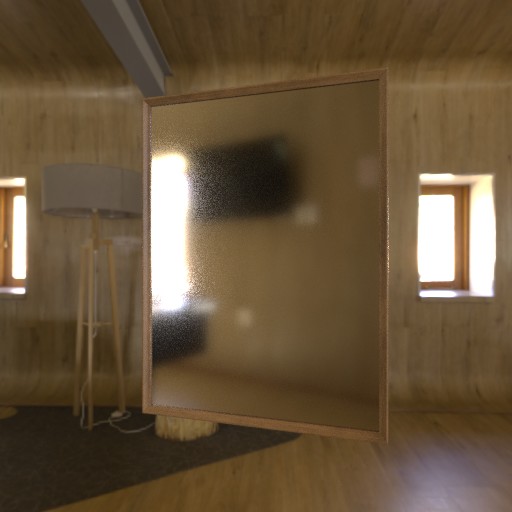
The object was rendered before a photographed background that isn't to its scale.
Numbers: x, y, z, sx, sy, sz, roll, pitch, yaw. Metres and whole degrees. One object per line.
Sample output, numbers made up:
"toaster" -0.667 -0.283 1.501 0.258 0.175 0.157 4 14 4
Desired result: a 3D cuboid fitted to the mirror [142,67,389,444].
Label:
"mirror" 0.000 0.000 1.332 0.762 1.016 0.041 0 0 18
